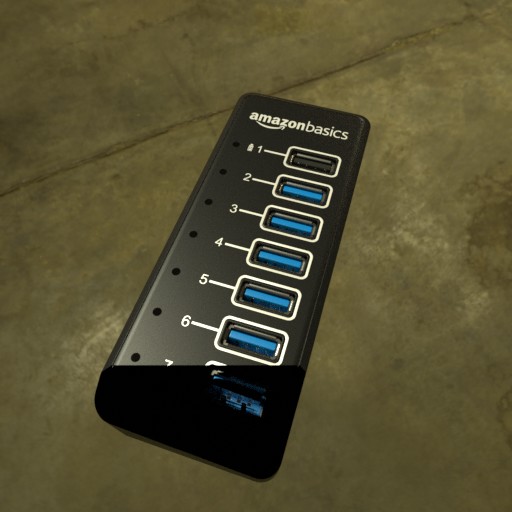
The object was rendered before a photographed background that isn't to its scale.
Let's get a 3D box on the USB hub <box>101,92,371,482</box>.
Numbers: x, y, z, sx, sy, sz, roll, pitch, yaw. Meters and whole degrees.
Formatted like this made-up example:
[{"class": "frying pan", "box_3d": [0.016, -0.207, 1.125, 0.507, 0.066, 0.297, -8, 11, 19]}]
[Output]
[{"class": "USB hub", "box_3d": [0.000, 0.000, 0.128, 0.044, 0.023, 0.110, 15, 60, 9]}]
